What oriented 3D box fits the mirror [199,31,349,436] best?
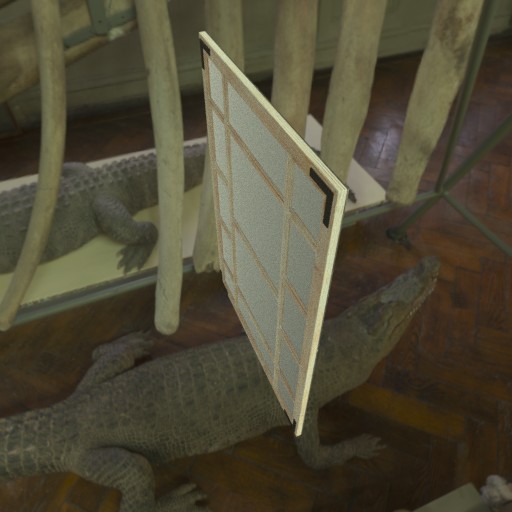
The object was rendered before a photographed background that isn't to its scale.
[{"bbox_3d":[0.000,0.000,1.281,0.025,0.996,0.705,-17,49,-16],"label":"mirror"}]
